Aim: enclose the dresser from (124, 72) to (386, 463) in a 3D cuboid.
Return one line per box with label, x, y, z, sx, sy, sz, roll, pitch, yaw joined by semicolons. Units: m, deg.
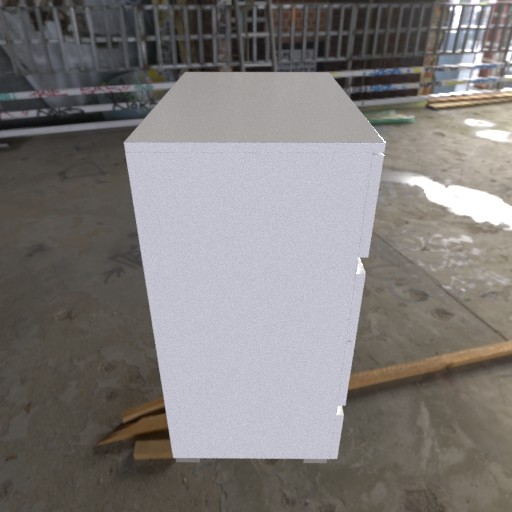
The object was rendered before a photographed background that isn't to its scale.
dresser;0.000;0.000;1.160;0.400;0.800;0.650;0;31;0
